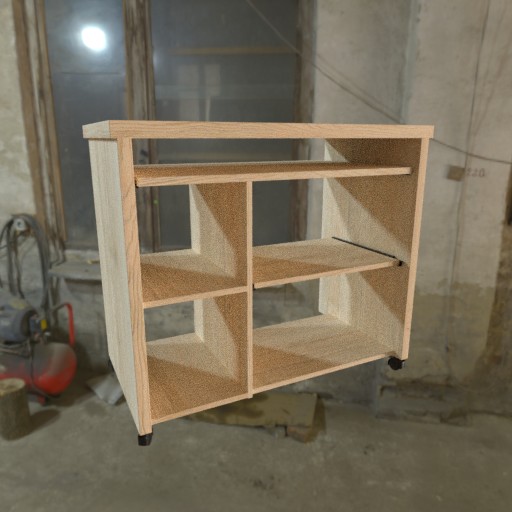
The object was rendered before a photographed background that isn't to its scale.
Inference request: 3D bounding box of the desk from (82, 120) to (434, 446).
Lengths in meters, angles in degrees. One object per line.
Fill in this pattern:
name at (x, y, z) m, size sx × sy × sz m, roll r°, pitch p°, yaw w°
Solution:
desk at (0.000, 0.000, 1.364) m, size 0.885 × 0.770 × 0.480 m, roll -7°, pitch 17°, yaw -26°
